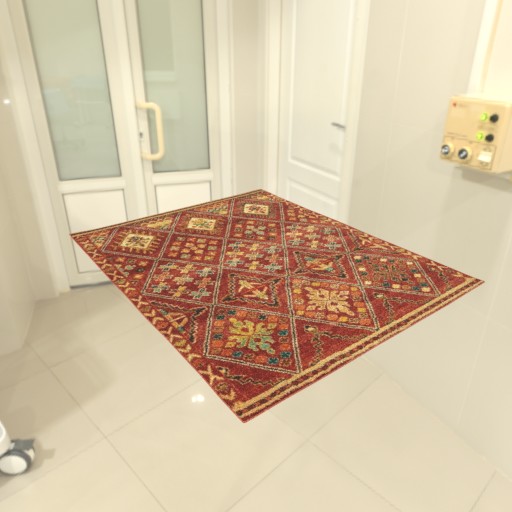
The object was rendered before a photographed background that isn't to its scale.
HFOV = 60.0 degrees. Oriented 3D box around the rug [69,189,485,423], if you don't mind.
[{"bbox_3d":[0.000,0.000,4.127,2.489,0.030,3.086,-19,32,-33],"label":"rug"}]
